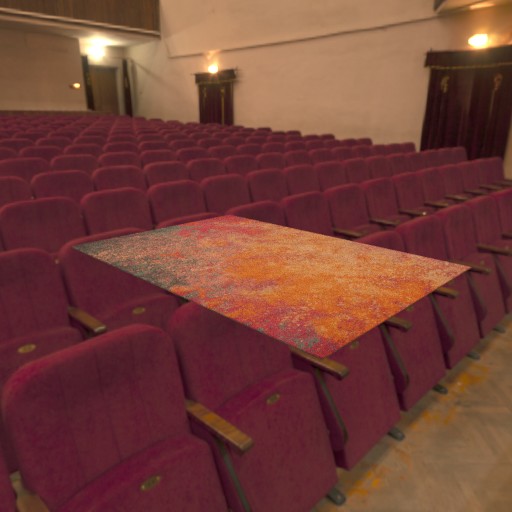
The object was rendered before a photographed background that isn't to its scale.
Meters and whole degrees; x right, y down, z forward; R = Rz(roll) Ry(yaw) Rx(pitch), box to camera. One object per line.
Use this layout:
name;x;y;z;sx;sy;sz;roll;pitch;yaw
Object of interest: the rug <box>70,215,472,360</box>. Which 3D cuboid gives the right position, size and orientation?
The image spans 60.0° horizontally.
rug;0.000;0.000;3.837;2.896;0.013;2.007;16;23;42
